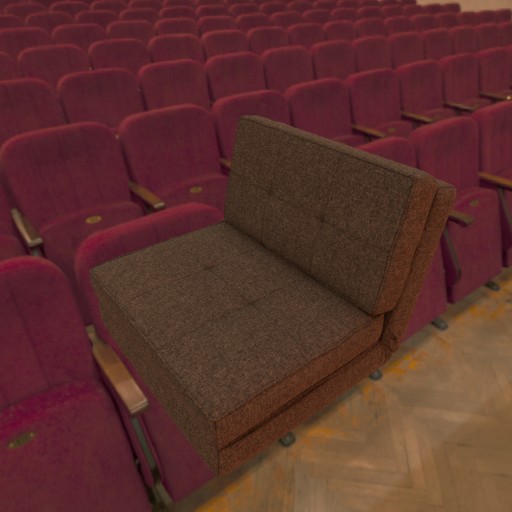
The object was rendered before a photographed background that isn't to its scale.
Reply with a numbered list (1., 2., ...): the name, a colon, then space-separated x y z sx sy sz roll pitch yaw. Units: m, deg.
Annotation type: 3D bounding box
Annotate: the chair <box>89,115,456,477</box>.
1. chair: 0.000 0.000 1.315 0.800 0.615 0.740 -22 38 -31
